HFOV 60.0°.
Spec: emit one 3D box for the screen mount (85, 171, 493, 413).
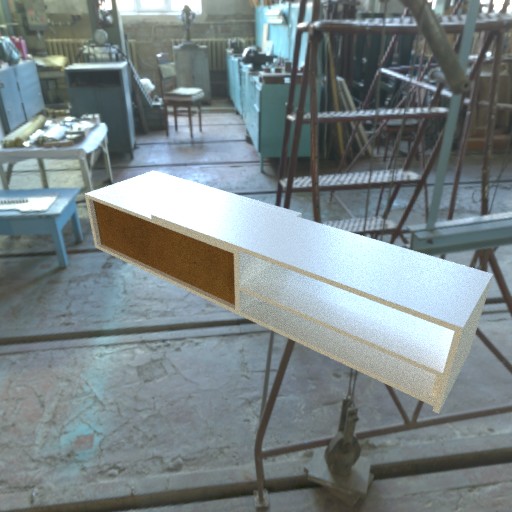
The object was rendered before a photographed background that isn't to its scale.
[{"bbox_3d":[0.000,0.000,1.827,1.680,0.320,0.420,20,35,32],"label":"screen mount"}]
